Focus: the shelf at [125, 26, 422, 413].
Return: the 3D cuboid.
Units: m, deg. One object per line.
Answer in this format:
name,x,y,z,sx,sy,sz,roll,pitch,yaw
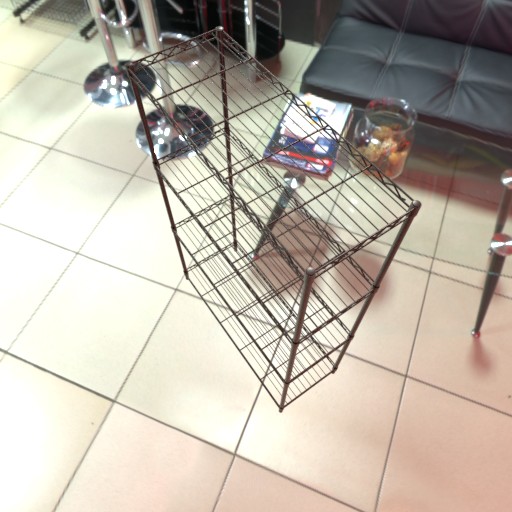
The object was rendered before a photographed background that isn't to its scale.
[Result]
shelf,0.000,0.000,1.786,0.352,1.361,0.907,-31,63,-17
